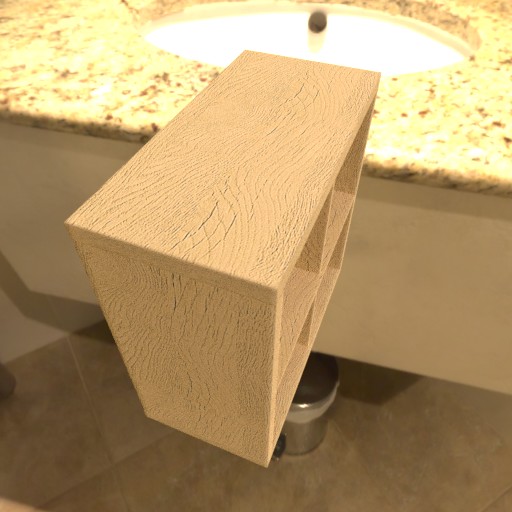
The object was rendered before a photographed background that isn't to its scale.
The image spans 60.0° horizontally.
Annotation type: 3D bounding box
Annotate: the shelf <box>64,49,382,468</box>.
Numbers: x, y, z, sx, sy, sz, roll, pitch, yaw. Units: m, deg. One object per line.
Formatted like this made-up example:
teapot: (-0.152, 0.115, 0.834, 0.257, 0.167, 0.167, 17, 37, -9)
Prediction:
shelf: (0.000, 0.000, 1.247, 0.390, 0.786, 0.790, 17, 49, 15)
